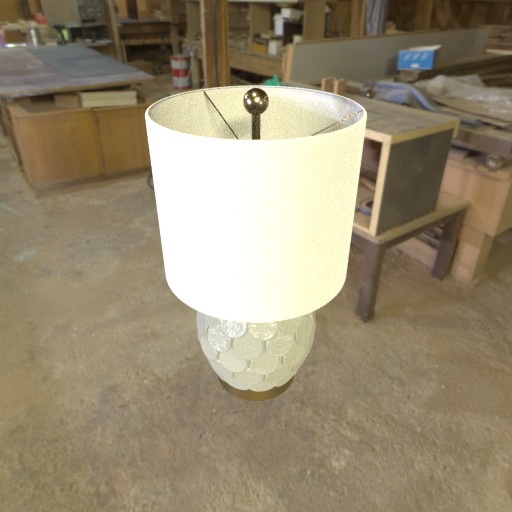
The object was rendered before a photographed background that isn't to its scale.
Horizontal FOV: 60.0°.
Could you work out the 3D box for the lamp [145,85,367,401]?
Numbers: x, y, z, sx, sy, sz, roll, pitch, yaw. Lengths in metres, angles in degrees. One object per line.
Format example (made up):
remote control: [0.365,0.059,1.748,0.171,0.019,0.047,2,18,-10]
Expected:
lamp: [0.000,0.000,0.626,0.254,0.452,0.254,0,32,0]
